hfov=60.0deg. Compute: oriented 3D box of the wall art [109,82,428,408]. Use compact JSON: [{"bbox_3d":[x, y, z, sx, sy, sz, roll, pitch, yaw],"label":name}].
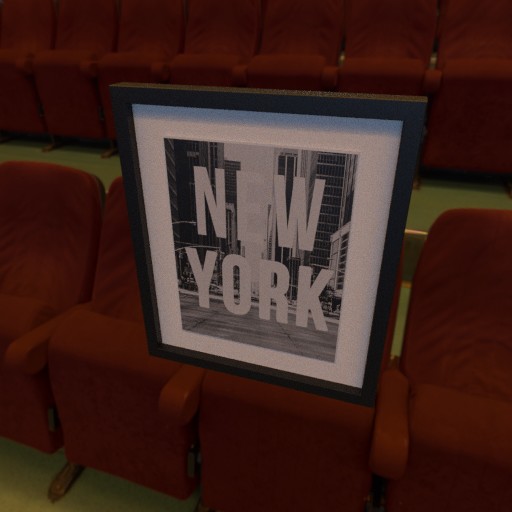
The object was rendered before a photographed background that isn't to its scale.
[{"bbox_3d":[0.000,0.000,0.538,0.328,0.381,0.028,9,30,16],"label":"wall art"}]
